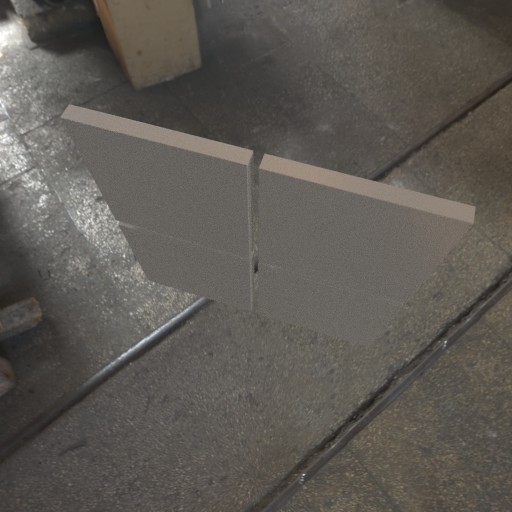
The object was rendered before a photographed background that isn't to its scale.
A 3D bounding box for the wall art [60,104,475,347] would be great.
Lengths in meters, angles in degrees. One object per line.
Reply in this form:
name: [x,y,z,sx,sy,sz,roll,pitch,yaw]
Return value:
wall art: [0.000,0.000,0.905,0.611,0.611,0.029,16,64,8]
